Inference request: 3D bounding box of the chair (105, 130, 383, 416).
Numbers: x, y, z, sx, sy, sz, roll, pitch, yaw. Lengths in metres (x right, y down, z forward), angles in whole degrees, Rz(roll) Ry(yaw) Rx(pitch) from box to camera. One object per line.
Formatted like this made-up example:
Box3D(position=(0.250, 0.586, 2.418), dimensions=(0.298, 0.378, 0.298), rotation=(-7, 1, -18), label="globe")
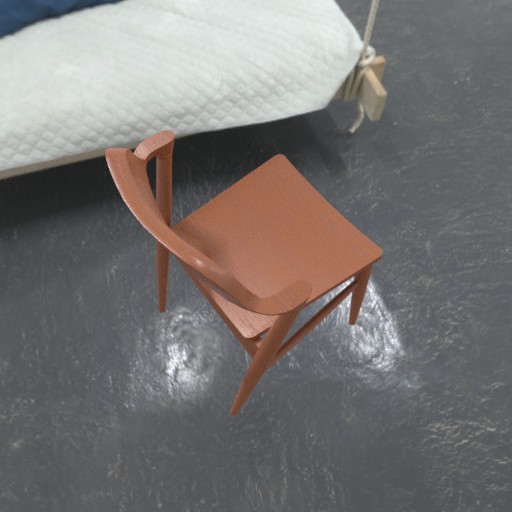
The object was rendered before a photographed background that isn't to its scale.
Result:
Box3D(position=(0.000, 0.000, 1.128), dimensions=(0.499, 0.801, 0.496), rotation=(-33, 66, -17), label="chair")
